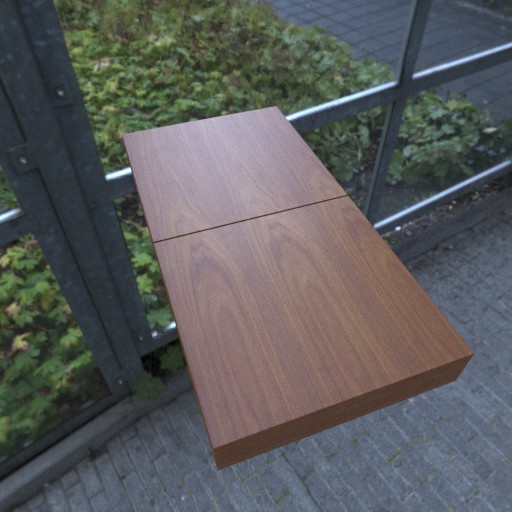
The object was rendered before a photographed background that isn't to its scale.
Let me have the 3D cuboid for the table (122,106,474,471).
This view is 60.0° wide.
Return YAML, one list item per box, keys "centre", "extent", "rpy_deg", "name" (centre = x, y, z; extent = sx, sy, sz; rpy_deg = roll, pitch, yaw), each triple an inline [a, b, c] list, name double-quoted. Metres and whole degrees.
- centre: [0.000, 0.000, 1.429]
  extent: [0.610, 0.330, 1.194]
  rpy_deg: [-15, 48, -14]
  name: "table"
